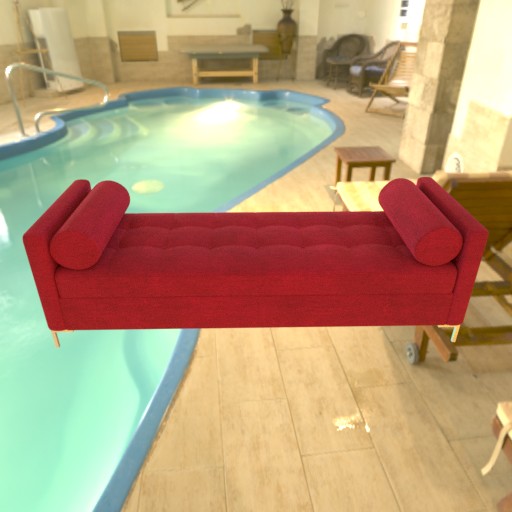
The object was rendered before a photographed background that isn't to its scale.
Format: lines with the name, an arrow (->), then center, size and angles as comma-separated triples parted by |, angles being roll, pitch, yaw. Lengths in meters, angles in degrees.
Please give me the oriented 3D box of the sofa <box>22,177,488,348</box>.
sofa -> 0.000, 0.000, 2.307 | 1.981, 0.635, 0.686 | -1, 30, -1
